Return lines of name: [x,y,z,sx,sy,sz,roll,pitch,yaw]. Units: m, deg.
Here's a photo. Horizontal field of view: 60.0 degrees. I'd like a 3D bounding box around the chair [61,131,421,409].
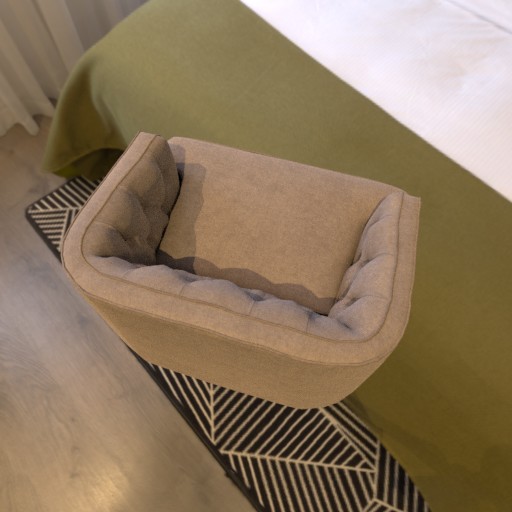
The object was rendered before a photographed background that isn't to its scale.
chair: [0.000,0.000,1.741,1.104,0.852,0.941,15,64,8]
